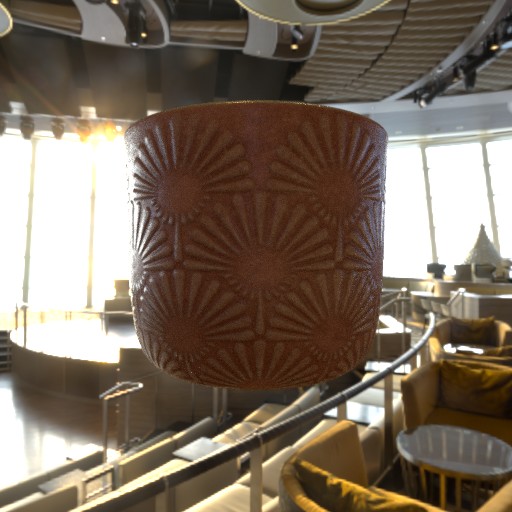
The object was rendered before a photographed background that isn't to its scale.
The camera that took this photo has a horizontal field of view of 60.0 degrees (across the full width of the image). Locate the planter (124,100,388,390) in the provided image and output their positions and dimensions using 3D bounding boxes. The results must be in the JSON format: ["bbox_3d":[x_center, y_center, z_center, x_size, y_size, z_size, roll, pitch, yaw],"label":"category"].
[{"bbox_3d":[0.000,0.000,0.216,0.124,0.109,0.124,0,0,0],"label":"planter"}]
